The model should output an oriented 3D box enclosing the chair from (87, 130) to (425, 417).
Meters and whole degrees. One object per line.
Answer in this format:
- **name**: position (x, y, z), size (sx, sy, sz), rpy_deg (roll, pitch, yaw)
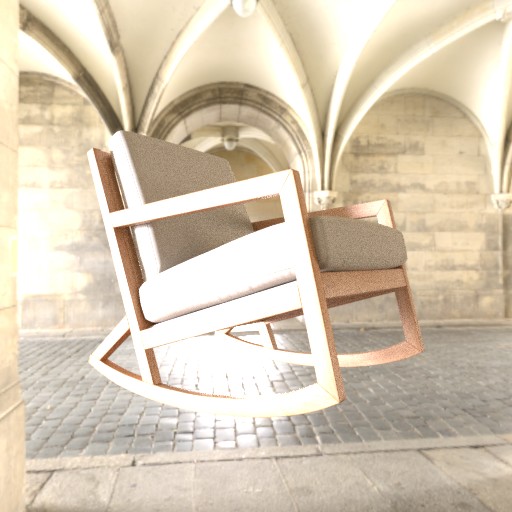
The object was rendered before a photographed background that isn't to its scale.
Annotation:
- **chair**: position (0.000, 0.000, 1.387), size (0.857, 0.790, 0.622), rpy_deg (0, -1, 36)
